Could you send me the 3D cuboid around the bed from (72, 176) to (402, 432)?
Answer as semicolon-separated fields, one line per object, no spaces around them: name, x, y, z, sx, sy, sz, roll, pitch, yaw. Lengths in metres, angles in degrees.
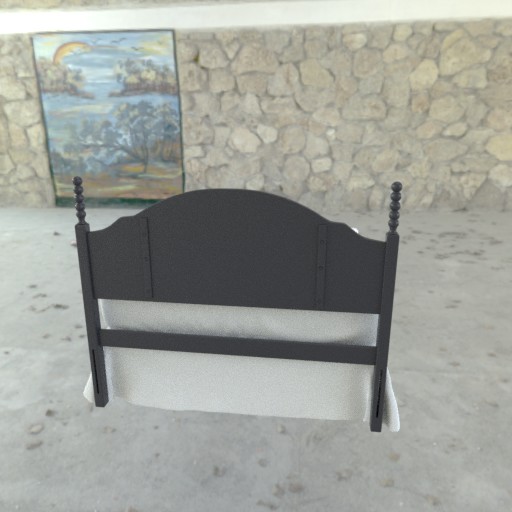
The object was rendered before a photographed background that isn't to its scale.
bed;0.000;0.000;3.298;1.873;1.356;2.040;2;16;8
